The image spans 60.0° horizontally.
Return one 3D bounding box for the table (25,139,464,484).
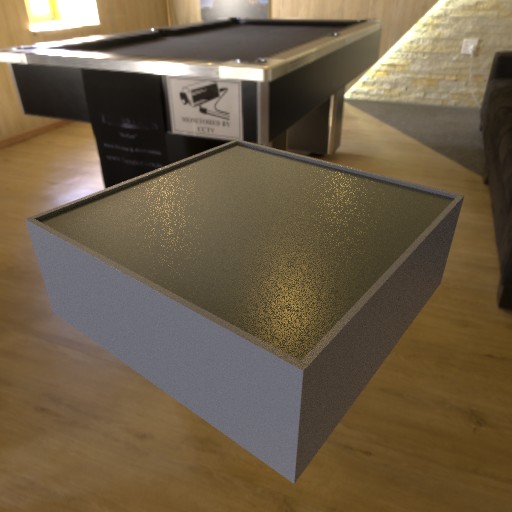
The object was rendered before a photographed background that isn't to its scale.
[{"bbox_3d":[0.000,0.000,1.214,0.801,0.299,0.801,22,38,31],"label":"table"}]
